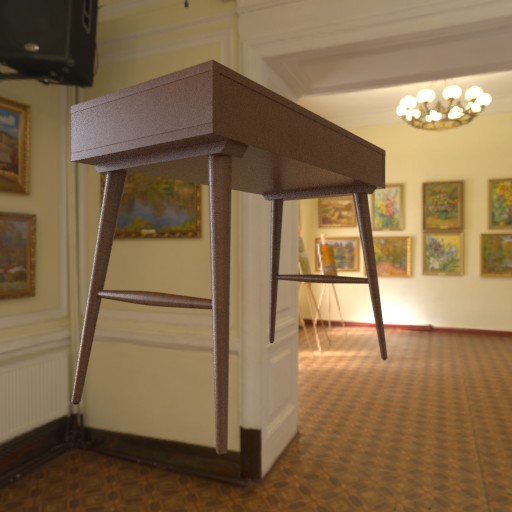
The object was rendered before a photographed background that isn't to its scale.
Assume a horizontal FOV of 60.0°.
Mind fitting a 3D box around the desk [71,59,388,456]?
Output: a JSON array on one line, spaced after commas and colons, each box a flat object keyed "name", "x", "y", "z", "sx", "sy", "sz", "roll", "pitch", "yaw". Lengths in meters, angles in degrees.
[{"name": "desk", "x": 0.000, "y": 0.000, "z": 1.367, "sx": 0.510, "sy": 0.758, "sz": 0.949, "roll": 1, "pitch": 1, "yaw": 36}]
